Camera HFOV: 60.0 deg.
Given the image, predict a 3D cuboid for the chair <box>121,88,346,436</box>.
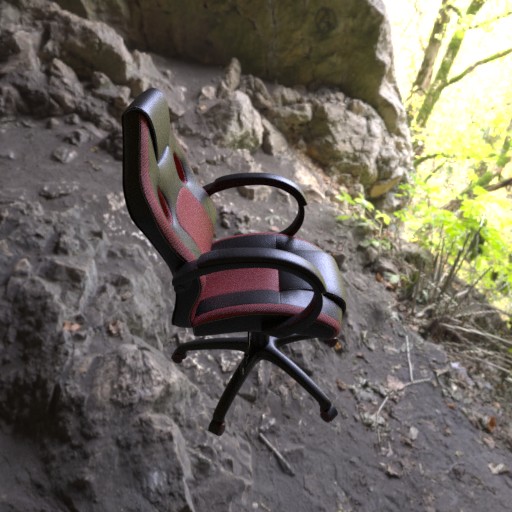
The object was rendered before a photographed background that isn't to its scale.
[{"bbox_3d":[0.000,0.000,1.693,0.783,1.189,0.750,0,32,0],"label":"chair"}]
